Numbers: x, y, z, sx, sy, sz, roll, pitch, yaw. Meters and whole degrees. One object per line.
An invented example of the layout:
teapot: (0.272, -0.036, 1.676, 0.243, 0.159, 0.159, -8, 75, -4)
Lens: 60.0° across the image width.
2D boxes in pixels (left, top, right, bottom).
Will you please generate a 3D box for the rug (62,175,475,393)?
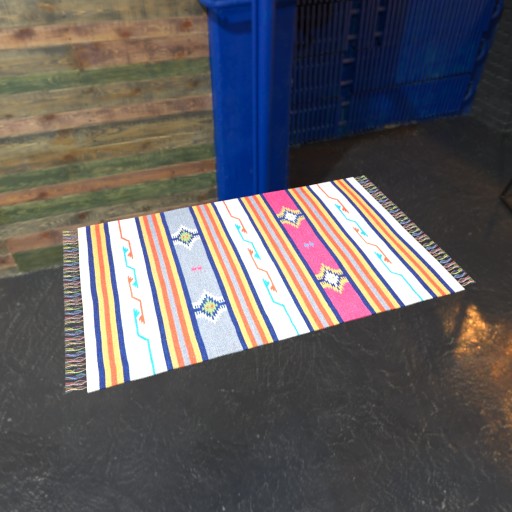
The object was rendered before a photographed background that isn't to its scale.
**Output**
rug: (0.000, 0.000, 2.240, 1.849, 0.013, 1.084, -12, 42, -14)
